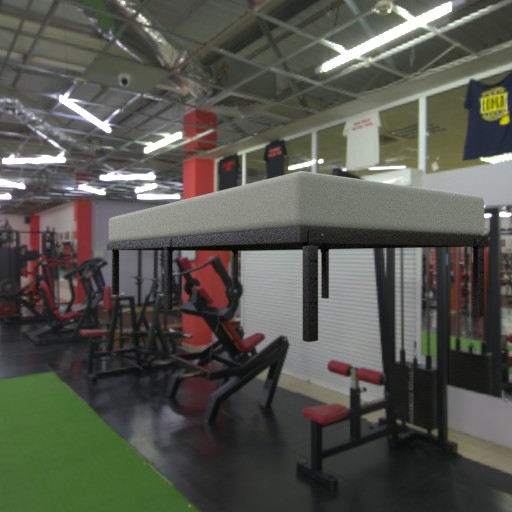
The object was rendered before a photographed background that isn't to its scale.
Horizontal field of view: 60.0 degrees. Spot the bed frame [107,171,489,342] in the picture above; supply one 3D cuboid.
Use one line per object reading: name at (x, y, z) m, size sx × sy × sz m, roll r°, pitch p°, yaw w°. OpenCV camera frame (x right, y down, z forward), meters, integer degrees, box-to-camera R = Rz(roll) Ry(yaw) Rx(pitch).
bed frame at (0.000, 0.000, 3.189) m, size 1.393 × 0.680 × 2.635 m, roll 0°, pitch 0°, yaw -34°
